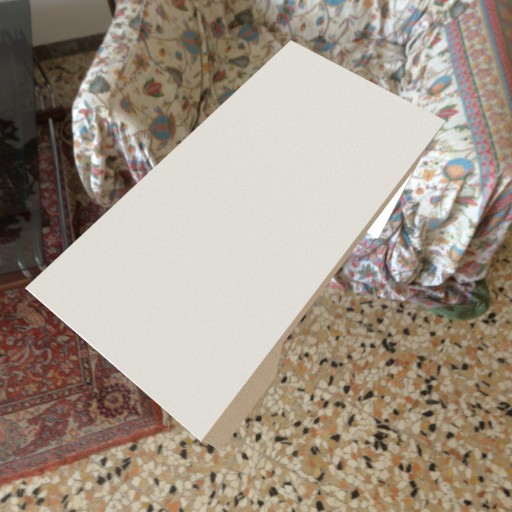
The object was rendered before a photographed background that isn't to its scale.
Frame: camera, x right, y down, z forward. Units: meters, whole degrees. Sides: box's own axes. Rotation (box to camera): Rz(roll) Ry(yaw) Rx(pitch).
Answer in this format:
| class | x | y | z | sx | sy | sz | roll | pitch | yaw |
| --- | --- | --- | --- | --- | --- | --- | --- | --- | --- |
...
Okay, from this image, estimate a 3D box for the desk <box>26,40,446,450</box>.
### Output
| class | x | y | z | sx | sy | sz | roll | pitch | yaw |
| --- | --- | --- | --- | --- | --- | --- | --- | --- | --- |
| desk | 0.000 | 0.000 | 1.515 | 0.560 | 0.735 | 1.097 | 35 | 69 | 15 |
